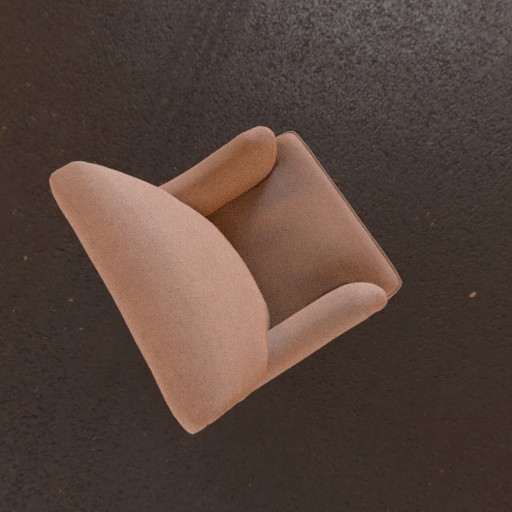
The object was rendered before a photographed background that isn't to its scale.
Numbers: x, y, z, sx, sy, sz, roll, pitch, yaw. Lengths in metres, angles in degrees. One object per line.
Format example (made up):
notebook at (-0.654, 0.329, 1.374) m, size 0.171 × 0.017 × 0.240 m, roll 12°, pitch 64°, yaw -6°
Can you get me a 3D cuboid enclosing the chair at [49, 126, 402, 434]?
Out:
chair at (0.000, 0.000, 1.789) m, size 0.953 × 1.119 × 0.879 m, roll -31°, pitch 78°, yaw -7°
